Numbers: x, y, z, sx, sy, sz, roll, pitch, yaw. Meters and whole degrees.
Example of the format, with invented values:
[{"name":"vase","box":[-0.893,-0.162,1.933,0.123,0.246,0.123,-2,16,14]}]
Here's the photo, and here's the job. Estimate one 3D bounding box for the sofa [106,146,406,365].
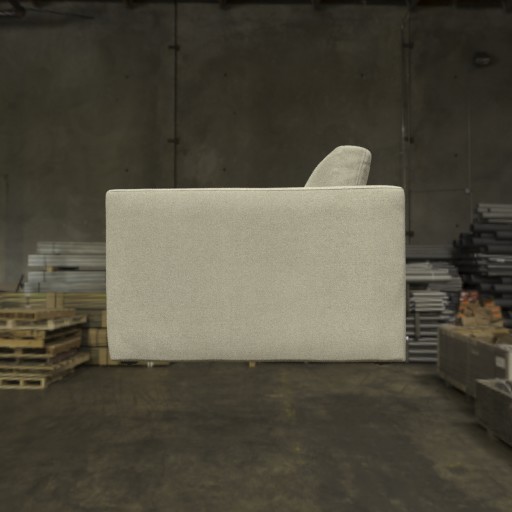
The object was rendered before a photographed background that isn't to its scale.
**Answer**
[{"name":"sofa","box":[0.000,0.000,2.525,1.091,0.839,1.905,0,-1,0]}]
